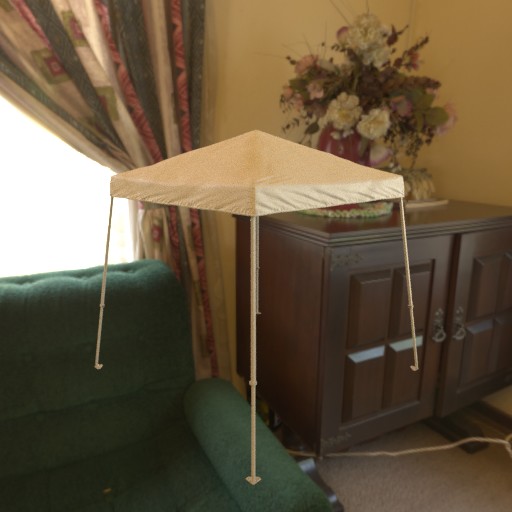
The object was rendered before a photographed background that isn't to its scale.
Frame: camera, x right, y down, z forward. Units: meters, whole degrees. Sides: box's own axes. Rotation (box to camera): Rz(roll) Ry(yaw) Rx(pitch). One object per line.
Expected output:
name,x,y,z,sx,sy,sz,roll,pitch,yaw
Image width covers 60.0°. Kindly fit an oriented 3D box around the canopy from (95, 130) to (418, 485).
canopy,0.000,0.000,6.569,3.600,3.600,3.599,-12,18,-43
